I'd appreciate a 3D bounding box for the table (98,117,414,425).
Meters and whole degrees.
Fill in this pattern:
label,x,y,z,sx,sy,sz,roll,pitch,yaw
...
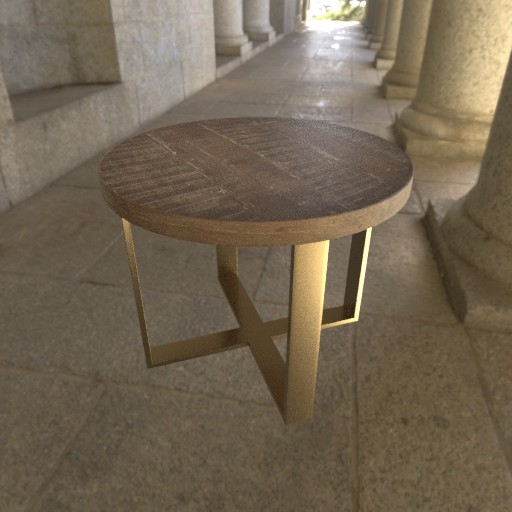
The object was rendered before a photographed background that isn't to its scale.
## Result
label,x,y,z,sx,sy,sz,roll,pitch,yaw
table,0.000,0.000,0.929,0.557,0.437,0.557,0,31,0
